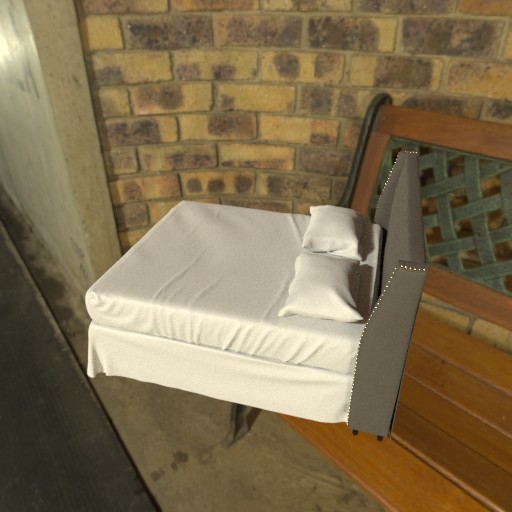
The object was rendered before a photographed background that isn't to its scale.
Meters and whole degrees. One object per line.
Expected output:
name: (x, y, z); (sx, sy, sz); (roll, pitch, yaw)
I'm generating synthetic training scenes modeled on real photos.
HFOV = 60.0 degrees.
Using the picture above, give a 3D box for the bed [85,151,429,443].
bed: (0.000, 0.000, 3.478); (2.276, 1.332, 1.925); (8, 32, 14)
